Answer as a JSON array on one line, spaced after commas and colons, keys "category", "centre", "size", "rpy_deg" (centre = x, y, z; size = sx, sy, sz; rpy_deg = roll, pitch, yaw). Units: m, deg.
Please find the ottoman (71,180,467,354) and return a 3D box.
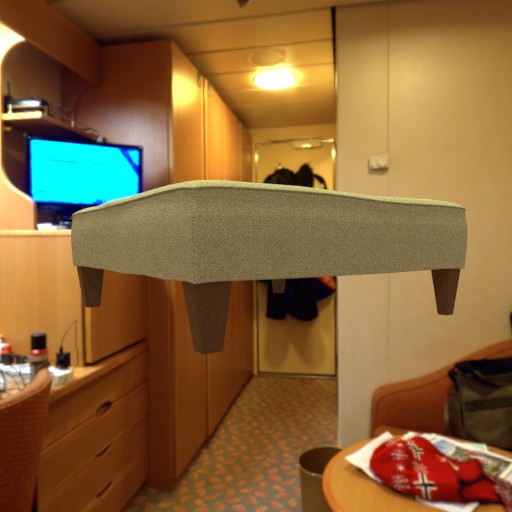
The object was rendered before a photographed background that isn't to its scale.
[{"category": "ottoman", "centre": [0.000, 0.000, 1.536], "size": [1.004, 0.379, 0.968], "rpy_deg": [-1, 1, -36]}]
